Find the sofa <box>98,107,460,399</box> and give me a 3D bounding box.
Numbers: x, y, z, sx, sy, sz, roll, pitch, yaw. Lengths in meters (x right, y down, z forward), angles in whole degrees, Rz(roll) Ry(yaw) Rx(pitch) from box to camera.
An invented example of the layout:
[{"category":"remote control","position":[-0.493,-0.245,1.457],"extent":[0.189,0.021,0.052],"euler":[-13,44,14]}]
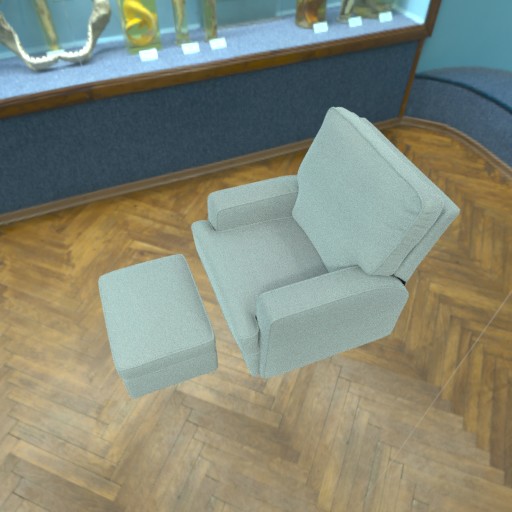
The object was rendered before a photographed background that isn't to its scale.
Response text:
[{"category":"sofa","position":[0.000,0.000,2.079],"extent":[1.472,0.959,0.861],"euler":[-16,50,-14]}]
